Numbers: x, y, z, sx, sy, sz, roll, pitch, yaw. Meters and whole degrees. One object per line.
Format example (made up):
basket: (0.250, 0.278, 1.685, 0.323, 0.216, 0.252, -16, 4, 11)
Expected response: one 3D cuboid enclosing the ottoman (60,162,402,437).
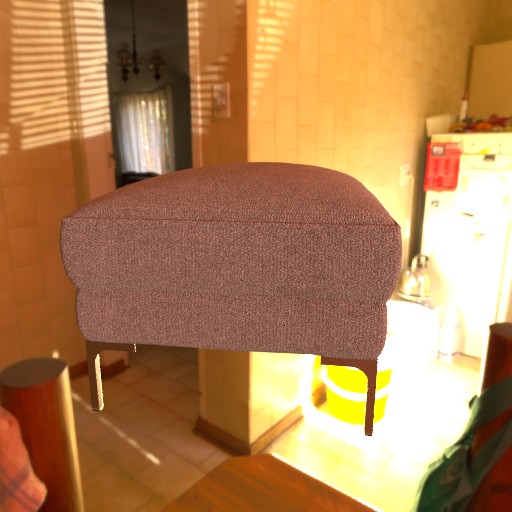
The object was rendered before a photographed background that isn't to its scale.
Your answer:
ottoman: (0.000, 0.000, 1.133, 0.583, 0.464, 0.785, 2, 14, 8)
